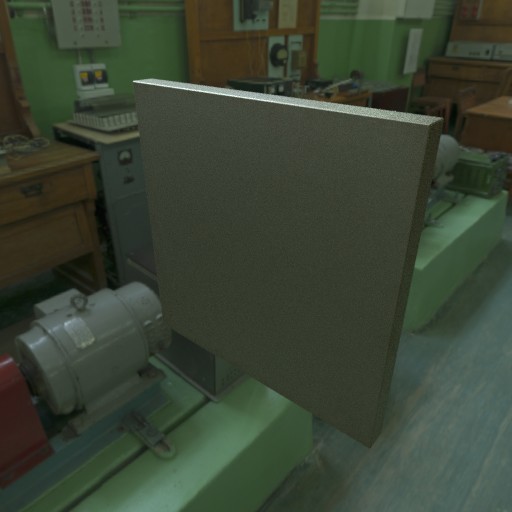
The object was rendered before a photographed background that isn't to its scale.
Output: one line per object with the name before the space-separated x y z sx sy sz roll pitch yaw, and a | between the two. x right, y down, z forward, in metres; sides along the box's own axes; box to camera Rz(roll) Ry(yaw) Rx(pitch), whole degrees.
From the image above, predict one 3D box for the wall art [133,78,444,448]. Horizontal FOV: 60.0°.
wall art | 0.000 0.000 0.735 0.503 0.506 0.040 22 36 34
